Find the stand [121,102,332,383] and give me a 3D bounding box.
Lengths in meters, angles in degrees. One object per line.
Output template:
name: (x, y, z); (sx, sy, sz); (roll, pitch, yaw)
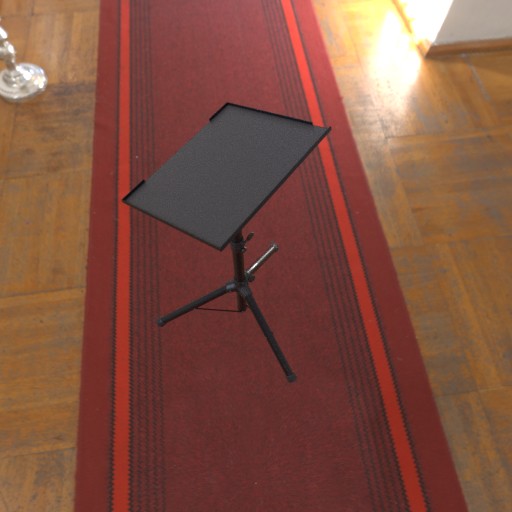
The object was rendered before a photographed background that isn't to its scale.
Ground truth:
stand: (0.000, 0.000, 1.658); (0.702, 1.198, 0.702); (34, 68, 16)
